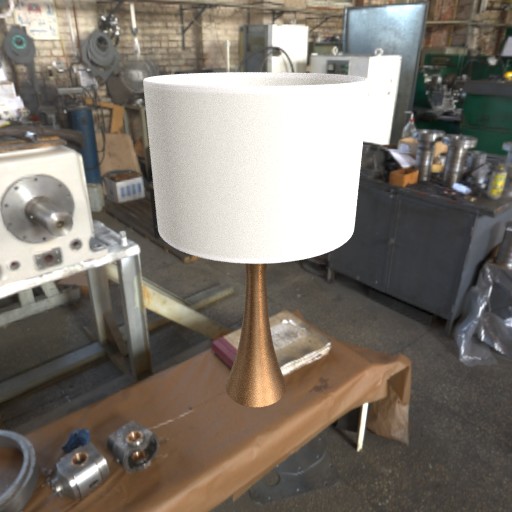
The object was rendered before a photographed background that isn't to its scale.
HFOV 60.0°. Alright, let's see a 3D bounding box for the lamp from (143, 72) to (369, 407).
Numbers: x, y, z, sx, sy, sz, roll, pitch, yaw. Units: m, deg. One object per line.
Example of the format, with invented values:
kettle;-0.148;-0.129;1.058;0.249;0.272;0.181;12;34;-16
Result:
lamp;0.000;0.000;0.641;0.268;0.479;0.268;7;26;14
